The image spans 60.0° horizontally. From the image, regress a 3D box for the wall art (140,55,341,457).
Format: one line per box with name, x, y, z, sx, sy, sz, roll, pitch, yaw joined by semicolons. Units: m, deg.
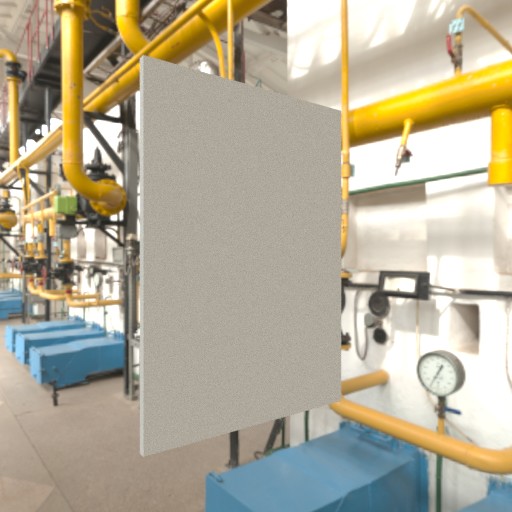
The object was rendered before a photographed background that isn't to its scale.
wall art;0.000;0.000;0.706;0.381;0.533;0.013;0;0;-37
